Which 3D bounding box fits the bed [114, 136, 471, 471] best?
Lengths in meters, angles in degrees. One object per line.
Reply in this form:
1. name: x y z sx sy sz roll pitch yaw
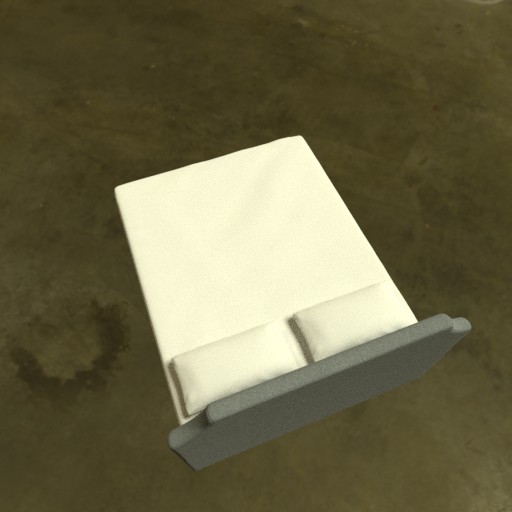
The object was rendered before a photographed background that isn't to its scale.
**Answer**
1. bed: 0.000 0.000 3.251 1.811 1.296 2.259 -18 60 -11
